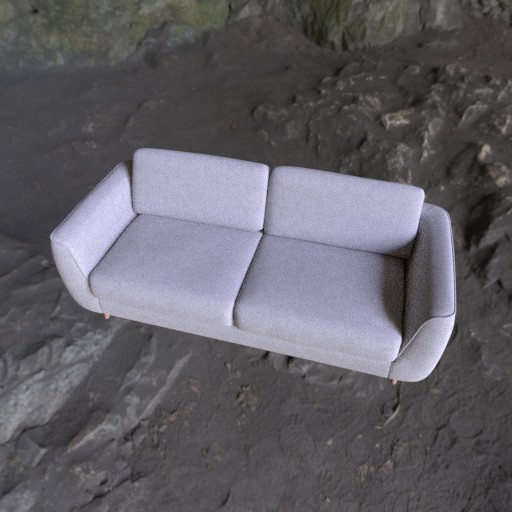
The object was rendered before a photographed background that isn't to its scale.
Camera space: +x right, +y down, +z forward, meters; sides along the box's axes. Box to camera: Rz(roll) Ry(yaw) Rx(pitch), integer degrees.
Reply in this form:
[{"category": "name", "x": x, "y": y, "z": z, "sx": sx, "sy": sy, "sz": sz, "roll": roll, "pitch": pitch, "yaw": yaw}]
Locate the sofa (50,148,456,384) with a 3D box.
[{"category": "sofa", "x": 0.000, "y": 0.000, "z": 2.460, "sx": 2.000, "sy": 0.850, "sz": 0.920, "roll": 10, "pitch": 42, "yaw": 12}]
